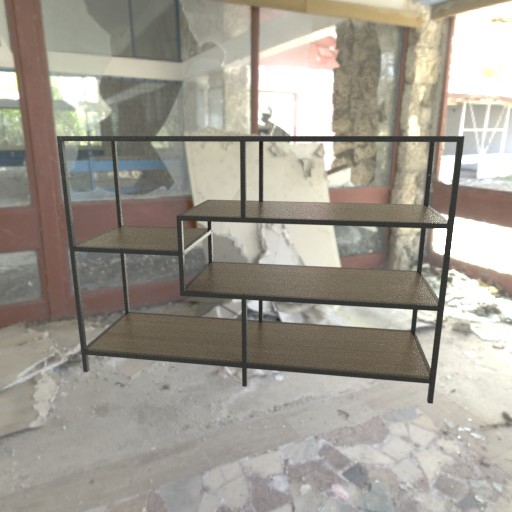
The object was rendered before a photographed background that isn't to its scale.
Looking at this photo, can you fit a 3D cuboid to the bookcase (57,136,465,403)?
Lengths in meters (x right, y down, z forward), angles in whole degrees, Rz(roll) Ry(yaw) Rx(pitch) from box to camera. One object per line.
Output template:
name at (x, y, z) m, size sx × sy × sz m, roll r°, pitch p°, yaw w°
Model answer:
bookcase at (0.000, 0.000, 1.491) m, size 1.140 × 0.780 × 0.350 m, roll 2°, pitch 15°, yaw 9°
